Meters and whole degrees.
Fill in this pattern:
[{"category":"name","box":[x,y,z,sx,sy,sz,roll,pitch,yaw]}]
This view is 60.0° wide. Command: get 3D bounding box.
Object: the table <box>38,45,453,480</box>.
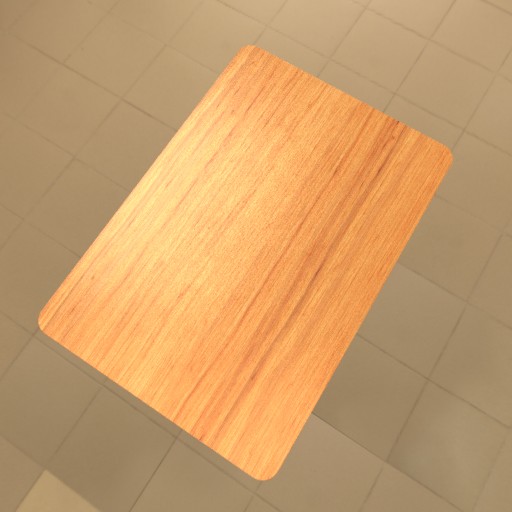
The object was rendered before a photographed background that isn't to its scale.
[{"category":"table","box":[0.000,0.000,1.379,0.696,0.445,0.997,31,77,8]}]
